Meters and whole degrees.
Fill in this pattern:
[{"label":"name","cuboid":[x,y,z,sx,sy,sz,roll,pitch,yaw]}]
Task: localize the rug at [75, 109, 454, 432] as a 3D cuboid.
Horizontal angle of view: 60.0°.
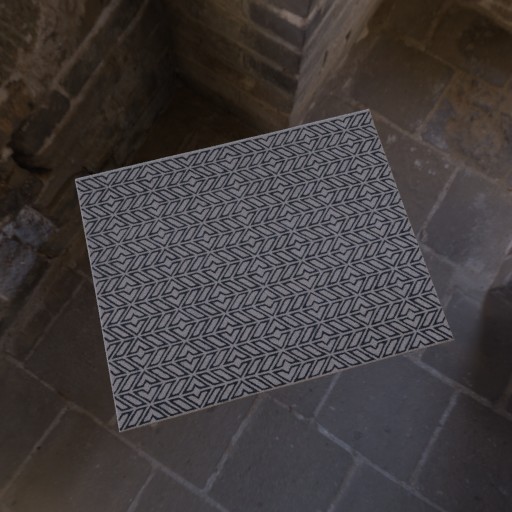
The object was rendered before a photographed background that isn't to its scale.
[{"label":"rug","cuboid":[0.000,0.000,4.172,3.045,0.008,2.421,-14,76,-4]}]
